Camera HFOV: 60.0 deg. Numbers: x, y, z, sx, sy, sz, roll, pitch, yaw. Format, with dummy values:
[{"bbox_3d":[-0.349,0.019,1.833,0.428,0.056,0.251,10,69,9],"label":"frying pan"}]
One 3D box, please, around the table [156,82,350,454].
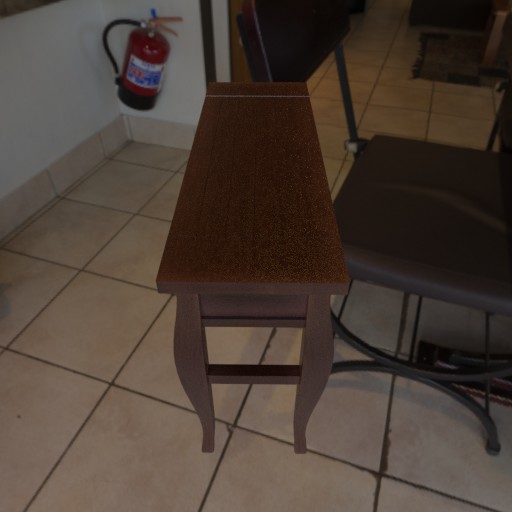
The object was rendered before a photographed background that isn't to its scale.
[{"bbox_3d":[0.000,0.000,1.464,0.373,0.768,1.062,0,40,1],"label":"table"}]
